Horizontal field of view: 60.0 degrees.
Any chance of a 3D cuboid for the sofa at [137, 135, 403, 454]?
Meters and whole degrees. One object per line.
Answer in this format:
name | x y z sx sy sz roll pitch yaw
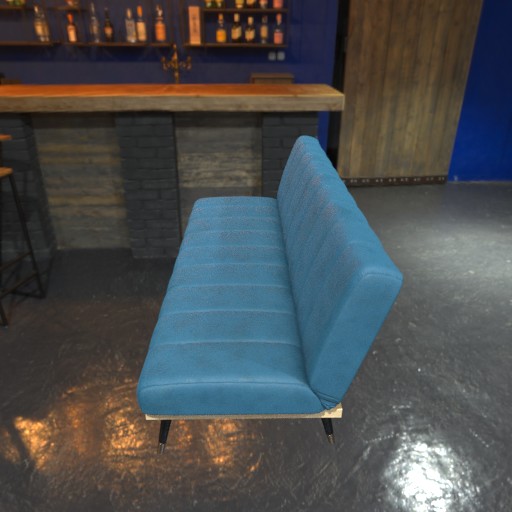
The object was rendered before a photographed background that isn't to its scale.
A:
sofa | 0.000 0.000 2.231 0.830 0.825 1.810 0 27 -1
